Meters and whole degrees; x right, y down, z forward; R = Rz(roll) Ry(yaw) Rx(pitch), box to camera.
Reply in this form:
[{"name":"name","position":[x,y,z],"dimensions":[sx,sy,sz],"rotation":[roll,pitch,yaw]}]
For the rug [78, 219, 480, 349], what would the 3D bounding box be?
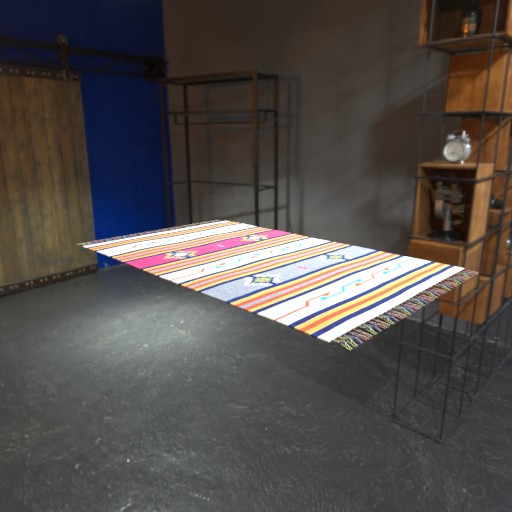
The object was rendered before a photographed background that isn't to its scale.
[{"name":"rug","position":[0.000,0.000,2.286],"dimensions":[1.849,0.013,1.084],"rotation":[15,21,43]}]
